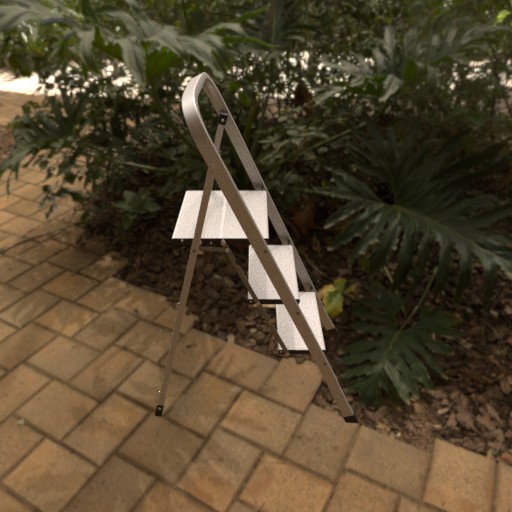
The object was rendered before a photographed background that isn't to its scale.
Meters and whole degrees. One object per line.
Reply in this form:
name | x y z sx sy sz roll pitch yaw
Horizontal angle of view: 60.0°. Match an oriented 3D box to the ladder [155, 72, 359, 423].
ladder | 0.000 0.000 1.420 0.704 1.070 0.465 0 33 0
